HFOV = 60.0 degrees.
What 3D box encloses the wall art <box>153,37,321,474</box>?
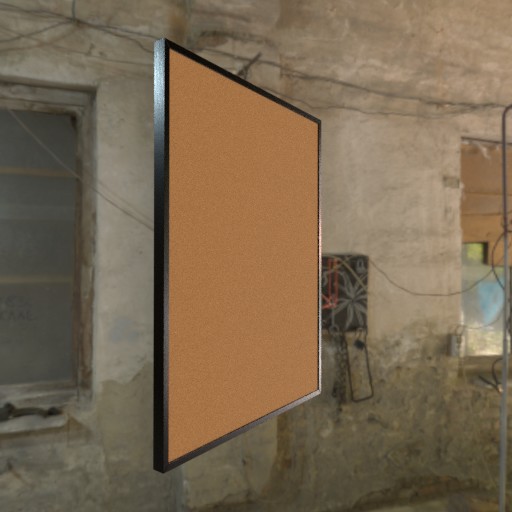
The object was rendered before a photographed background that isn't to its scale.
[{"bbox_3d":[0.000,0.000,1.413,0.040,1.062,0.805,0,0,36],"label":"wall art"}]
